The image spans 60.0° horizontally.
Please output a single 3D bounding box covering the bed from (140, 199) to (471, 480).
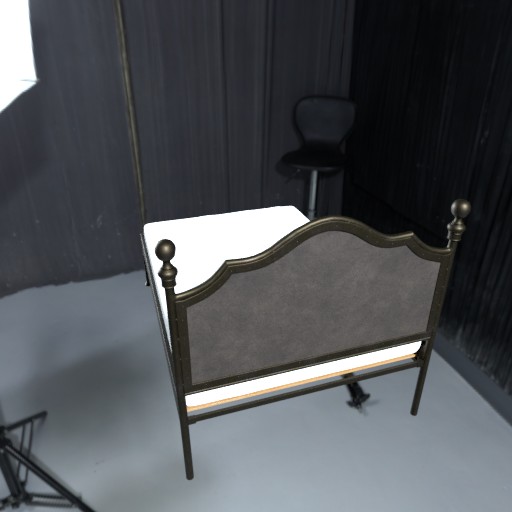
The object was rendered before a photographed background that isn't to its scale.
[{"bbox_3d":[0.000,0.000,3.179,1.533,1.462,2.170,-9,29,-16],"label":"bed"}]
